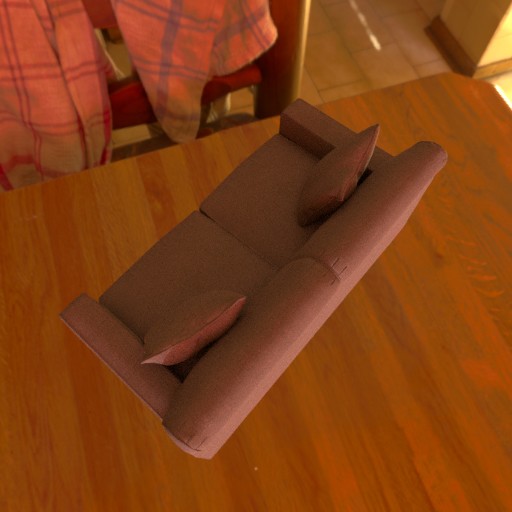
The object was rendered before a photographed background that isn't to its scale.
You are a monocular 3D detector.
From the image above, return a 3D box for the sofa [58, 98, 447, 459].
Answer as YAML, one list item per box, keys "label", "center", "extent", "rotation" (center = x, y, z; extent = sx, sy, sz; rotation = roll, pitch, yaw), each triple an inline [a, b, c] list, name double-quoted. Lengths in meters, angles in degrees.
- label: "sofa"
  center: [0.000, 0.000, 2.413]
  extent: [1.000, 0.958, 1.846]
  rotation: [38, 70, 16]
